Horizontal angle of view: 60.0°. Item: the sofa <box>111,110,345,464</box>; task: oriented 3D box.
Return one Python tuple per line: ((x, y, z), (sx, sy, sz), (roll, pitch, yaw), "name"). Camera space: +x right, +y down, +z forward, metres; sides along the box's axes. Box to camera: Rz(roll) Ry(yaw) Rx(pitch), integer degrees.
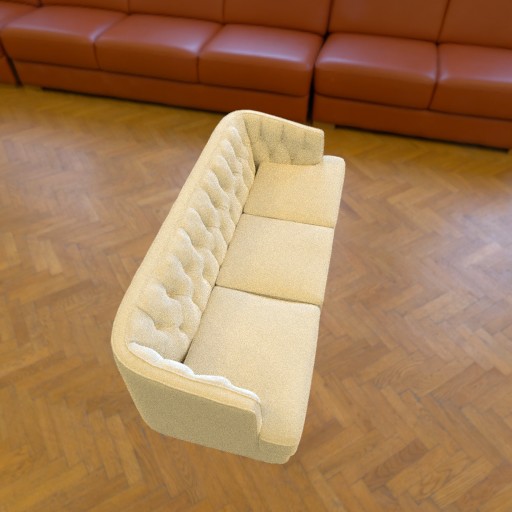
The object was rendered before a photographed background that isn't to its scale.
((0.000, 0.000, 2.824), (0.941, 0.855, 2.278), (10, 48, 9), "sofa")
